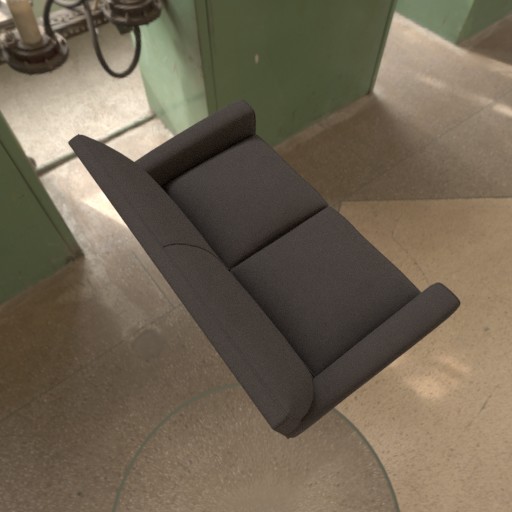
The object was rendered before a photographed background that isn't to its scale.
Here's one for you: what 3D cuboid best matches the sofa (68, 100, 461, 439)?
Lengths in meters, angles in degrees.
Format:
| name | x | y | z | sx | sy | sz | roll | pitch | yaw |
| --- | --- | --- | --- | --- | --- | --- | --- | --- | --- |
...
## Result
| name | x | y | z | sx | sy | sz | roll | pitch | yaw |
| --- | --- | --- | --- | --- | --- | --- | --- | --- | --- |
| sofa | 0.000 | 0.000 | 1.954 | 0.871 | 0.846 | 1.420 | -32 | 64 | -18 |
